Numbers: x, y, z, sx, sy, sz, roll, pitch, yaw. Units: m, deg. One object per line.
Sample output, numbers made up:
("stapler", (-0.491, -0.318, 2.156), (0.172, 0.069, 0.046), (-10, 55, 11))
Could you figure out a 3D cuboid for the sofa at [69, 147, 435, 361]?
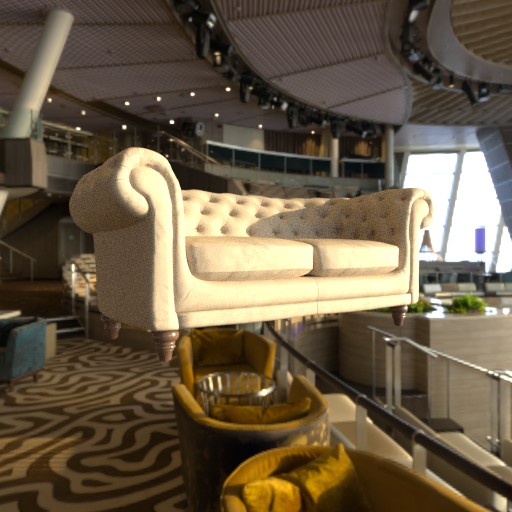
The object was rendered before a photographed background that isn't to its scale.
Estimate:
("sofa", (0.000, 0.000, 2.545), (1.988, 0.835, 1.069), (0, 0, -36))
